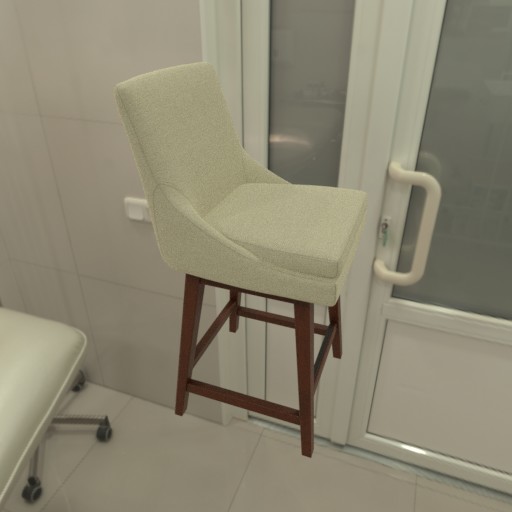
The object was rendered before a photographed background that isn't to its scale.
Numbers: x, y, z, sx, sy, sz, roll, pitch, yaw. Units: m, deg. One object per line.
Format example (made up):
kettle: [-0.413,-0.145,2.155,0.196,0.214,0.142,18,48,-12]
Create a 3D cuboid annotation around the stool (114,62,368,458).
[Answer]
stool: [0.000,0.000,1.295,0.559,0.991,0.469,11,32,18]
